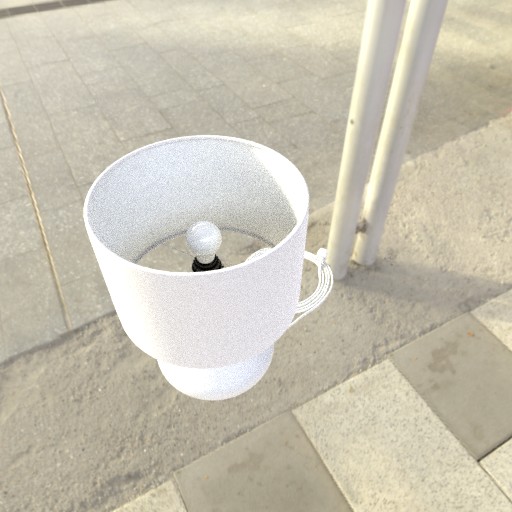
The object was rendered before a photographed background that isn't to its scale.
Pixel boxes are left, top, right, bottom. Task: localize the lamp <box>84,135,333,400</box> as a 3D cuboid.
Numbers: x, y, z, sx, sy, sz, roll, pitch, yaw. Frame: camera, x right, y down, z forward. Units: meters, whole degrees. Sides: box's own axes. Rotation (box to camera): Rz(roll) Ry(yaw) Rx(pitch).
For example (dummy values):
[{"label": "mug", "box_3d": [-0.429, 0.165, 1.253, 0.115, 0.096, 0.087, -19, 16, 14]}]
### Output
[{"label": "lamp", "box_3d": [0.000, 0.000, 0.842, 0.546, 0.457, 0.401, -23, 50, -21]}]
